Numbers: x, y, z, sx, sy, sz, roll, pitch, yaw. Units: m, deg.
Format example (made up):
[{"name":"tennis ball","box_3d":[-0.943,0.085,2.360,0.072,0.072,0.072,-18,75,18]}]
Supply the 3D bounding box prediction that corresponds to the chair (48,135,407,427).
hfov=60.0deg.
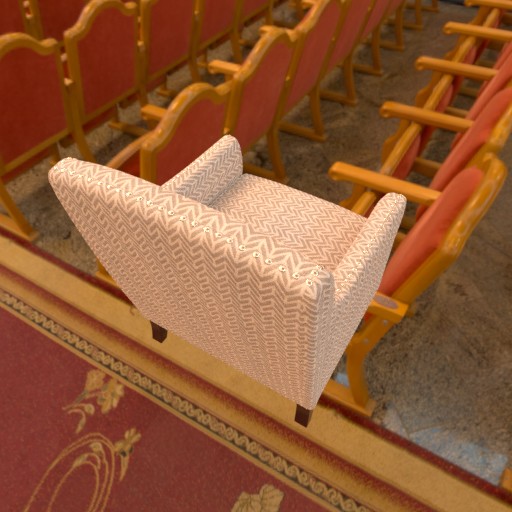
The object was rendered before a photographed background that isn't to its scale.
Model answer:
[{"name":"chair","box_3d":[0.000,0.000,1.258,0.623,0.816,0.651,24,52,21]}]
